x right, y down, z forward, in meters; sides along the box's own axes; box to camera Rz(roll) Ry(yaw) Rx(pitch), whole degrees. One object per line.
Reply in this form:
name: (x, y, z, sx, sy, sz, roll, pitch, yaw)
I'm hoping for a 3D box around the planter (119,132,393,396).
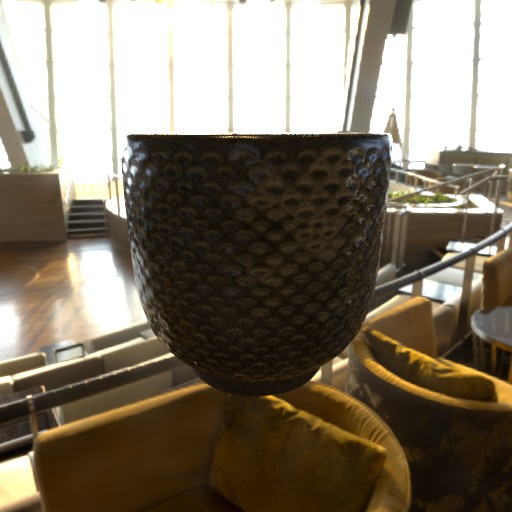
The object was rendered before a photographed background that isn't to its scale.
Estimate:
planter: (0.000, 0.000, 0.356, 0.197, 0.191, 0.197, 0, 16, 0)
